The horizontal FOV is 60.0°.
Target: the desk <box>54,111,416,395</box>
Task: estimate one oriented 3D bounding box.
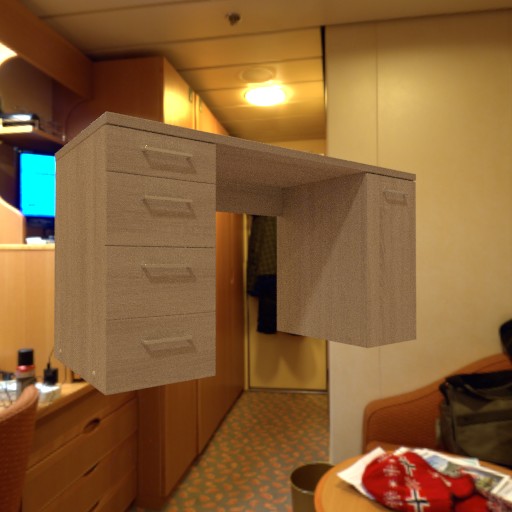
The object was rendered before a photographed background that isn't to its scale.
[{"bbox_3d":[0.000,0.000,1.786,1.390,0.740,0.600,1,-1,-37],"label":"desk"}]
